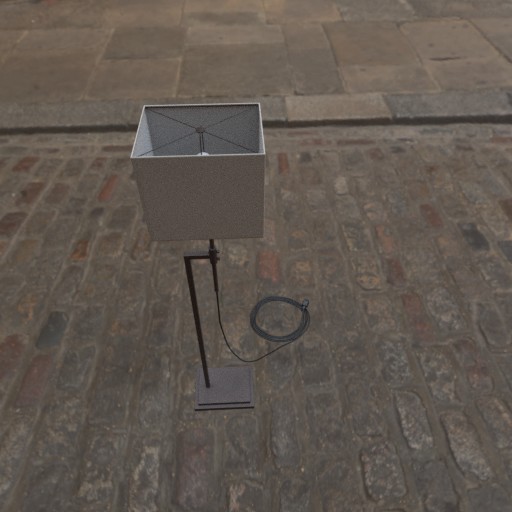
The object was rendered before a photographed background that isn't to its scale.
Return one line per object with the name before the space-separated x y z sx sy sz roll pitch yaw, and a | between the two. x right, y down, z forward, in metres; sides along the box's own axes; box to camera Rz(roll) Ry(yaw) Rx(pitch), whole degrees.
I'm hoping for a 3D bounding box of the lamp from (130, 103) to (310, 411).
lamp | 0.000 0.000 2.020 0.698 1.600 0.774 -2 47 -2
